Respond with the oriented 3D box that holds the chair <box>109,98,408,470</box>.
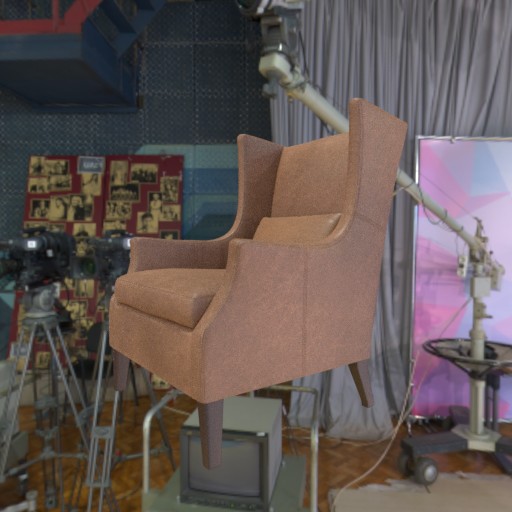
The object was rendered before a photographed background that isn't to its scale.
[{"bbox_3d":[0.000,0.000,1.704,0.913,1.088,0.815,-2,4,-36],"label":"chair"}]
